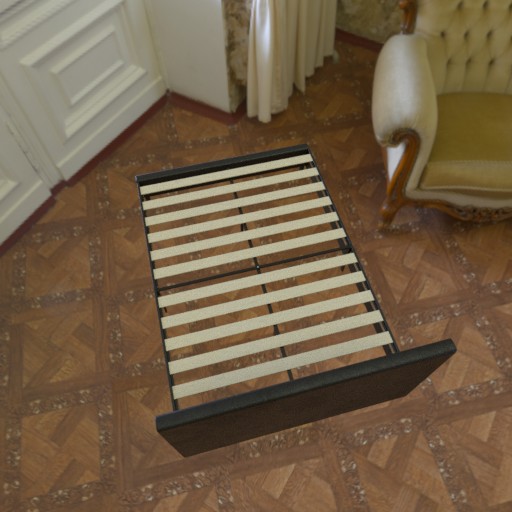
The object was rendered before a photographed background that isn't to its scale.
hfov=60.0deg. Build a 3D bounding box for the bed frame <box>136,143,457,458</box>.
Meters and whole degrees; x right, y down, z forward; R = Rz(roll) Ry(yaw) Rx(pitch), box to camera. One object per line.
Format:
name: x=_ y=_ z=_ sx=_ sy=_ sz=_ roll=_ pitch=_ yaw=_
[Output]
bed frame: x=0.000 y=0.000 z=3.035 sx=1.469 sy=1.046 sz=2.152 roll=-13 pitch=59 yaw=-8
